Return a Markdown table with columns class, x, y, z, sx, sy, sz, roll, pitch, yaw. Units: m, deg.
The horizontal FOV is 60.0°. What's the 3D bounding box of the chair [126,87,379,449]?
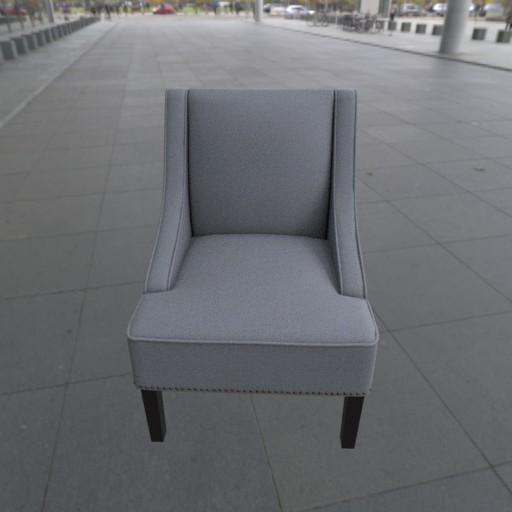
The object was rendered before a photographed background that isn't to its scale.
| class | x | y | z | sx | sy | sz | roll | pitch | yaw |
| --- | --- | --- | --- | --- | --- | --- | --- | --- | --- |
| chair | 0.000 | 0.000 | 1.356 | 0.631 | 0.867 | 0.747 | 1 | 30 | 2 |
